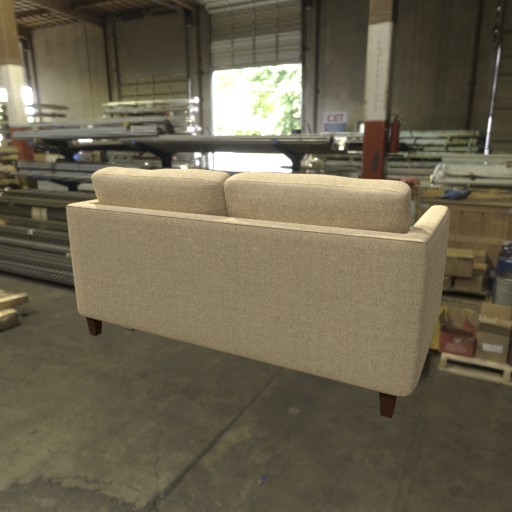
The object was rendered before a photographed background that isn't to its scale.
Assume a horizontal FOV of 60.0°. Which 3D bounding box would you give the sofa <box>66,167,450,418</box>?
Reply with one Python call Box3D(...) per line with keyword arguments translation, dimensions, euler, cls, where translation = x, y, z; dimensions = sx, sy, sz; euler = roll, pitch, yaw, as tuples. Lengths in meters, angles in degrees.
Box3D(translation=(0.000, 0.000, 2.448), dimensions=(1.884, 0.963, 0.950), euler=(8, 17, 27), cls="sofa")
